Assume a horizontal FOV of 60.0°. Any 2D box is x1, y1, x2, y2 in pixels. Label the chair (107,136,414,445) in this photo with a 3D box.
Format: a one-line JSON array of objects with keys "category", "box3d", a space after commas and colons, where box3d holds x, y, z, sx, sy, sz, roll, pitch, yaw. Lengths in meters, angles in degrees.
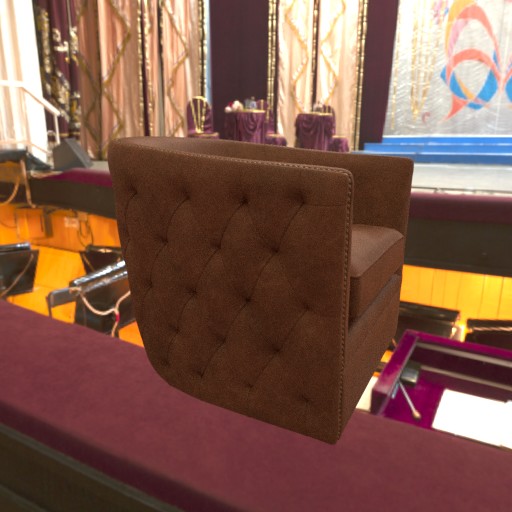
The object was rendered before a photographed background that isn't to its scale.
[{"category": "chair", "box3d": [0.000, 0.000, 1.509, 0.870, 0.790, 0.850, 8, 16, 27]}]
